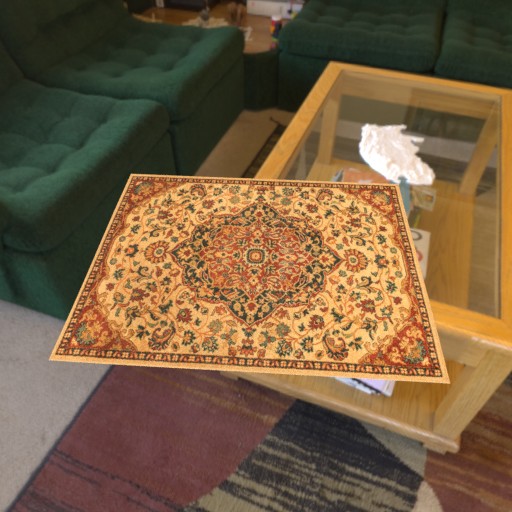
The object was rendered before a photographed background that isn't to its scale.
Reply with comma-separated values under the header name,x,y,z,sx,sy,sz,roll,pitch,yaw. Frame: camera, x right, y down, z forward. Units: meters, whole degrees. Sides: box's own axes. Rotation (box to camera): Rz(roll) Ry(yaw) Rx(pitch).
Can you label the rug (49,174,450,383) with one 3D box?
name,x,y,z,sx,sy,sz,roll,pitch,yaw
rug,0.000,0.000,4.220,3.067,0.005,2.454,3,46,3
